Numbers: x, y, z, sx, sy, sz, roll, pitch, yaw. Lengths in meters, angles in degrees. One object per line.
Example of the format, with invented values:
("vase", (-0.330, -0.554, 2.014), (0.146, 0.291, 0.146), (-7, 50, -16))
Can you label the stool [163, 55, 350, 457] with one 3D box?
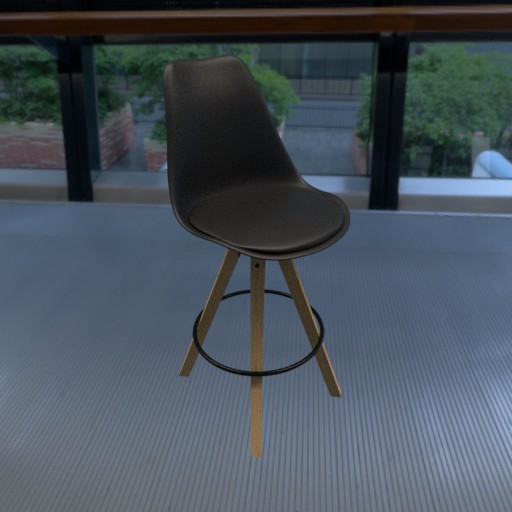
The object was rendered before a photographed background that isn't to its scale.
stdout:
("stool", (0.000, 0.000, 1.409), (0.485, 1.115, 0.550), (-23, 38, -33))
